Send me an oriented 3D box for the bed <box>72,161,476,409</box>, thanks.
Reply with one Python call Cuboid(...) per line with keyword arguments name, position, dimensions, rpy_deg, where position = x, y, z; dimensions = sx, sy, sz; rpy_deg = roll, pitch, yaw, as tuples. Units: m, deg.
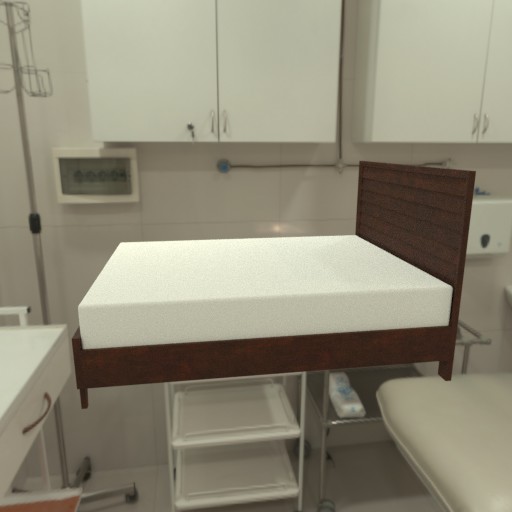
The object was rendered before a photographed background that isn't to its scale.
Cuboid(name="bed", position=(0.000, 0.000, 3.179), dimensions=(2.184, 1.270, 1.600), rpy_deg=(-2, 14, -9))
